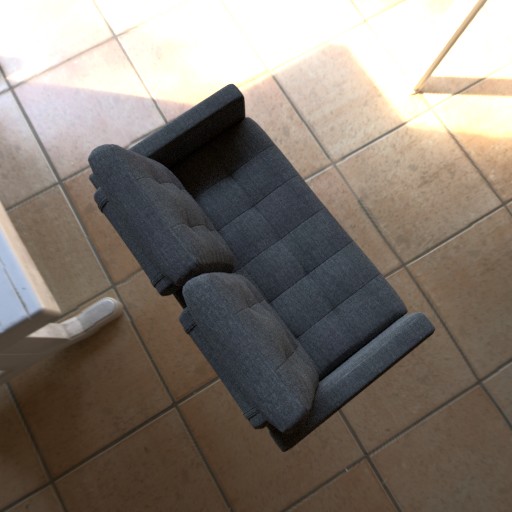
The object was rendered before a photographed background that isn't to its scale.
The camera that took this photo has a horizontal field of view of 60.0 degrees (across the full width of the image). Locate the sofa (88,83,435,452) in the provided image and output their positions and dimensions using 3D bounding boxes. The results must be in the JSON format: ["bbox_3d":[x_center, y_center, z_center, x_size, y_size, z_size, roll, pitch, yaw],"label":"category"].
[{"bbox_3d":[0.000,0.000,1.960,0.842,0.907,1.407,-36,80,-7],"label":"sofa"}]
